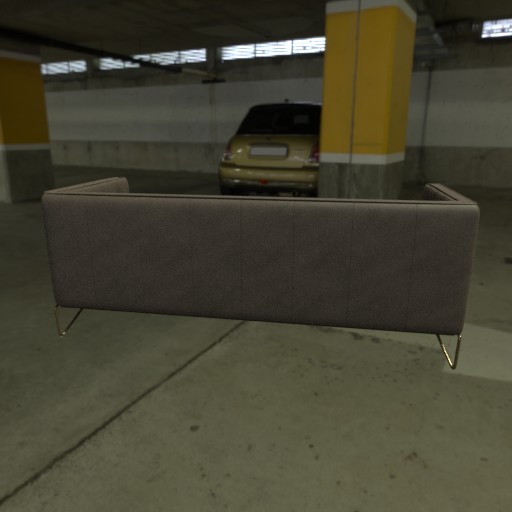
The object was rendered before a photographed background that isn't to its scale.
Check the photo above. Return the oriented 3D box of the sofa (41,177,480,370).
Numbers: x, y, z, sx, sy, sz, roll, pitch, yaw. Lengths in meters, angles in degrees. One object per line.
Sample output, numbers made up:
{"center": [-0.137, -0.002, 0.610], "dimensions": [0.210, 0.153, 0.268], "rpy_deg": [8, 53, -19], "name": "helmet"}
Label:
{"center": [0.000, 0.000, 2.520], "dimensions": [2.087, 0.789, 0.867], "rpy_deg": [3, 16, 10], "name": "sofa"}
